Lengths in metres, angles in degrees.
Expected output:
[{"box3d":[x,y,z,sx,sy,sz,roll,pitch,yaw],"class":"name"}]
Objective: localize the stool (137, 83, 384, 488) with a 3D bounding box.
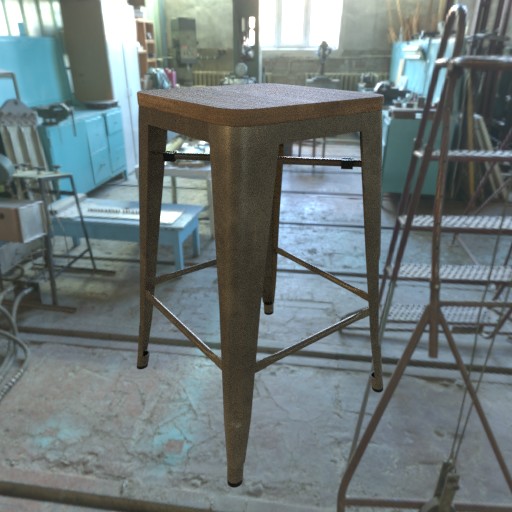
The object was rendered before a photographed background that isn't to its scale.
[{"box3d":[0.000,0.000,0.876,0.407,0.607,0.407,-18,31,-33],"class":"stool"}]
